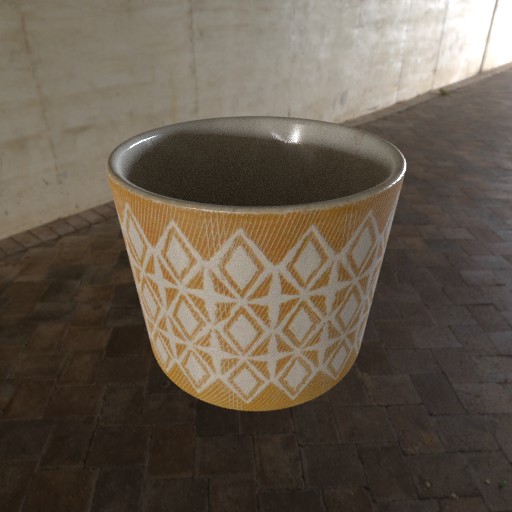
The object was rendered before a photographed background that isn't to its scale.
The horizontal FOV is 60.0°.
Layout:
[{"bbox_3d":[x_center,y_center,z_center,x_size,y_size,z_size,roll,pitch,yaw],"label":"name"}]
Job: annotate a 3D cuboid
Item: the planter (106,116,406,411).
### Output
[{"bbox_3d":[0.000,0.000,0.337,0.193,0.165,0.193,0,31,0],"label":"planter"}]
